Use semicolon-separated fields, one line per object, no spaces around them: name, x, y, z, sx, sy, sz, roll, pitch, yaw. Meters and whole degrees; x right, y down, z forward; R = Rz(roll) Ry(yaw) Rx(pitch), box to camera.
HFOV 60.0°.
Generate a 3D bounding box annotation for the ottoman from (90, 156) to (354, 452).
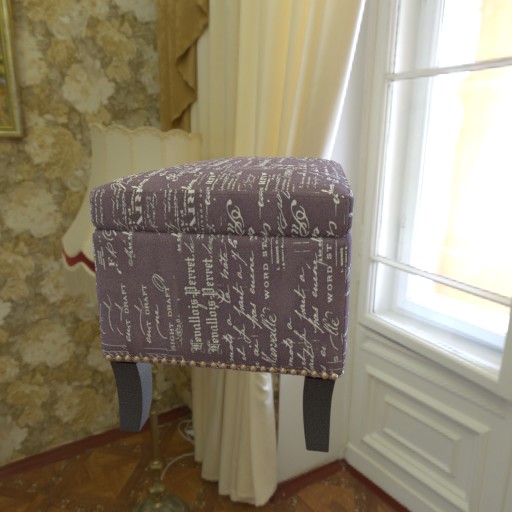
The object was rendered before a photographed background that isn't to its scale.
ottoman;0.000;0.000;1.068;0.406;0.457;0.813;2;15;9
